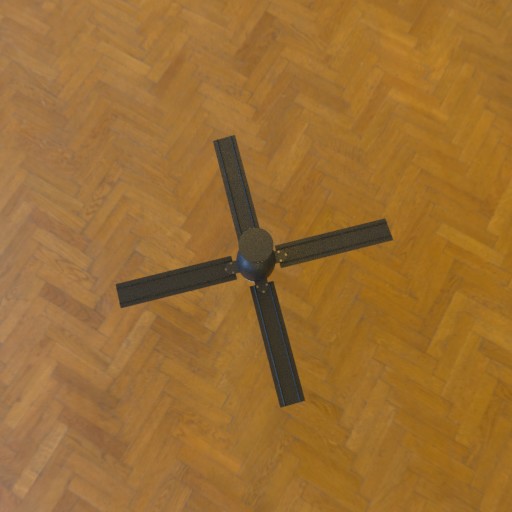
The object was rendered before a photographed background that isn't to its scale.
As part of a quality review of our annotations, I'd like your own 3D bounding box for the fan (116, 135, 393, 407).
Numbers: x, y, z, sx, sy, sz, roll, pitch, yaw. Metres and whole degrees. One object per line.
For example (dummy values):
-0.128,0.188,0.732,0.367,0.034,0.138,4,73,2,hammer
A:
0.000,0.000,1.961,1.319,0.410,1.319,-15,78,-3,fan
